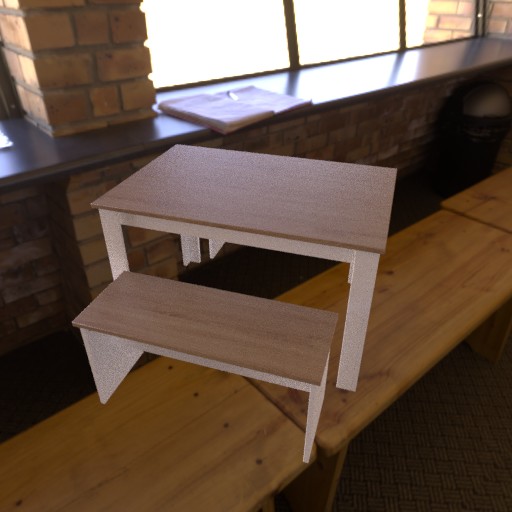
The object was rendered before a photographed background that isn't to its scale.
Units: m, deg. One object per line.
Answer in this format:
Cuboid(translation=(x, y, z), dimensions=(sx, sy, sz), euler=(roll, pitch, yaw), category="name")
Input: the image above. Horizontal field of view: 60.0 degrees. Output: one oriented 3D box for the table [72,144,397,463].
Cuboid(translation=(0.000, 0.000, 2.033), dimensions=(1.100, 0.700, 1.443), euler=(10, 34, 15), category="table")
